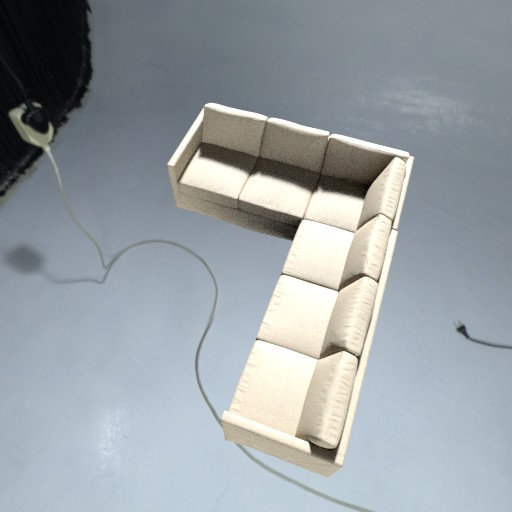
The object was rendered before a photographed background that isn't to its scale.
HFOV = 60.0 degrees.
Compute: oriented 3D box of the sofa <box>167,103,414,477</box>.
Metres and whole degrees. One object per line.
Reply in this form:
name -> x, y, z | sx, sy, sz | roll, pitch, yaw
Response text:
sofa -> 0.000, 0.000, 4.295 | 2.432, 0.871, 3.182 | 17, 59, 11
